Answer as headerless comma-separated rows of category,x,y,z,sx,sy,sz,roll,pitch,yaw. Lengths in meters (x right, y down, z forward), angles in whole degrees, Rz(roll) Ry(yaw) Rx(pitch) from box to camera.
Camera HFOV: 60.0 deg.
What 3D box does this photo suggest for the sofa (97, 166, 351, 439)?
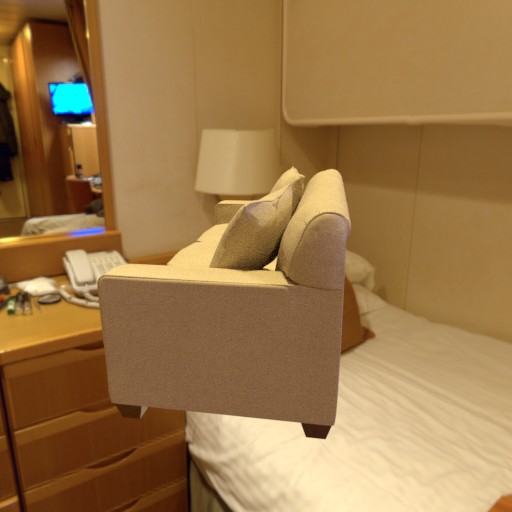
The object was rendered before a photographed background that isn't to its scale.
sofa,0.000,0.000,2.633,0.997,0.958,2.024,3,16,9
